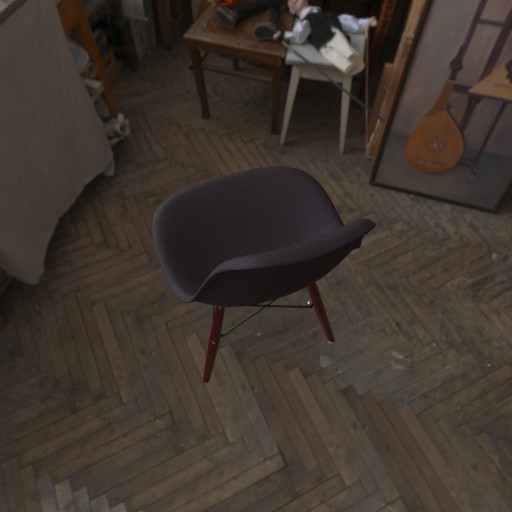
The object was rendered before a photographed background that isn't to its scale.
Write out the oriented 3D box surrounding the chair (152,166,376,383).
[{"bbox_3d":[0.000,0.000,1.127,0.470,0.826,0.533,-17,60,-10],"label":"chair"}]
